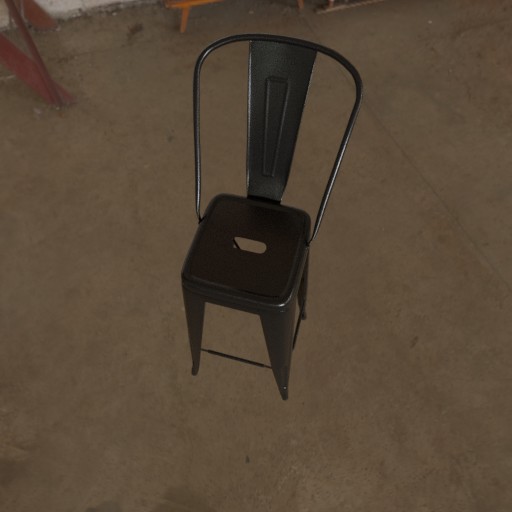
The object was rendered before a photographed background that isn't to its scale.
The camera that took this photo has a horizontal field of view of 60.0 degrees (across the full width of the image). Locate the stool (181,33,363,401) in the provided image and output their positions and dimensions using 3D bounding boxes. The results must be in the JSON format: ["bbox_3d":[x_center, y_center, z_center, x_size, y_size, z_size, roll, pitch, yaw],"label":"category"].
[{"bbox_3d":[0.000,0.000,1.333,0.399,1.096,0.513,13,59,8],"label":"stool"}]
